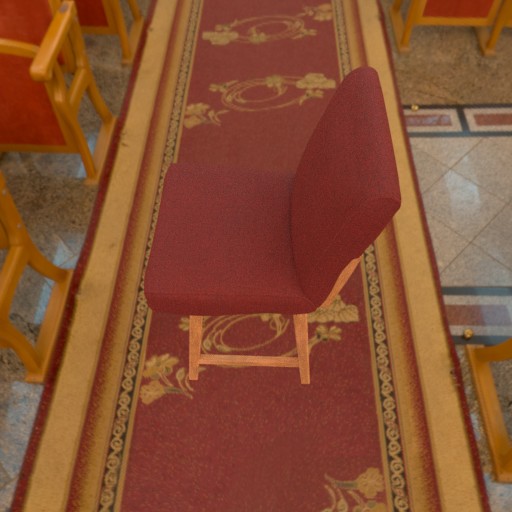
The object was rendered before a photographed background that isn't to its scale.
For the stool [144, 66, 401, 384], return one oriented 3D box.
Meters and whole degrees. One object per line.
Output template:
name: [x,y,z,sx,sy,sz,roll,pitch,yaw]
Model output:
stool: [0.000,0.000,1.339,0.562,1.038,0.468,2,57,1]
